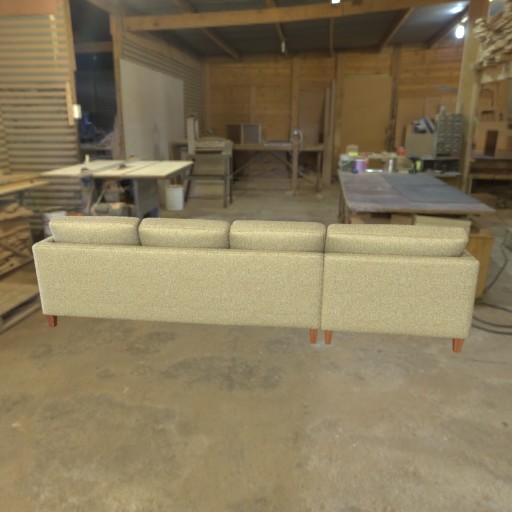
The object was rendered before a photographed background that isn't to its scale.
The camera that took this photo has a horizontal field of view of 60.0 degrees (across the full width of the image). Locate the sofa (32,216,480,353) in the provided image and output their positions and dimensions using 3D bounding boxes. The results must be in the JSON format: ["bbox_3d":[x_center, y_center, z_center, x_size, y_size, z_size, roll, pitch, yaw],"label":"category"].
[{"bbox_3d":[0.000,0.000,3.848,3.201,0.876,1.502,2,17,7],"label":"sofa"}]
